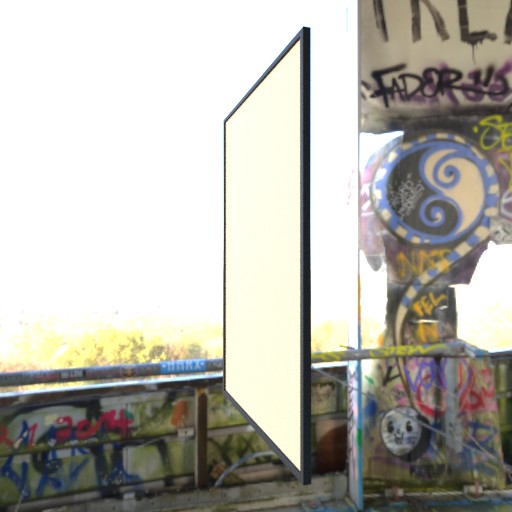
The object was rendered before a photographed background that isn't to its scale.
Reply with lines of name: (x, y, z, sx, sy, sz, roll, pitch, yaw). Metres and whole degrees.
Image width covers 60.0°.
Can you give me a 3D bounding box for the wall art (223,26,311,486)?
wall art: (0.000, 0.000, 0.856, 0.013, 0.660, 0.460, 0, 0, -19)
